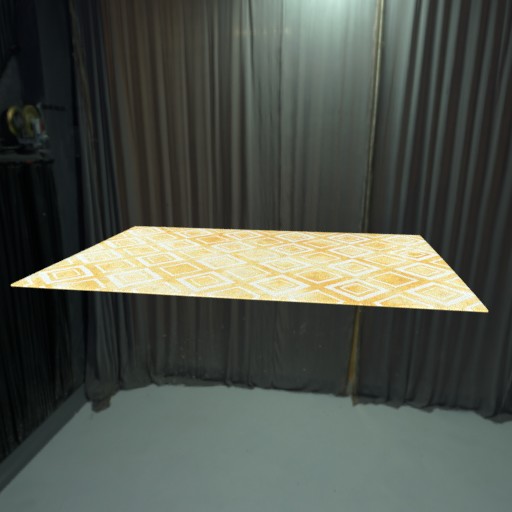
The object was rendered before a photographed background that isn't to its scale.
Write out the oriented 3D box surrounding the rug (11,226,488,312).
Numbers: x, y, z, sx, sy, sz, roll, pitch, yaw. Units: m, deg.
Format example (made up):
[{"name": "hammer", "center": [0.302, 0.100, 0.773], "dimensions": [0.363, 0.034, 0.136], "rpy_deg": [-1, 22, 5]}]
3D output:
[{"name": "rug", "center": [0.000, 0.000, 2.242], "dimensions": [1.829, 0.010, 1.213], "rpy_deg": [2, 15, 8]}]
